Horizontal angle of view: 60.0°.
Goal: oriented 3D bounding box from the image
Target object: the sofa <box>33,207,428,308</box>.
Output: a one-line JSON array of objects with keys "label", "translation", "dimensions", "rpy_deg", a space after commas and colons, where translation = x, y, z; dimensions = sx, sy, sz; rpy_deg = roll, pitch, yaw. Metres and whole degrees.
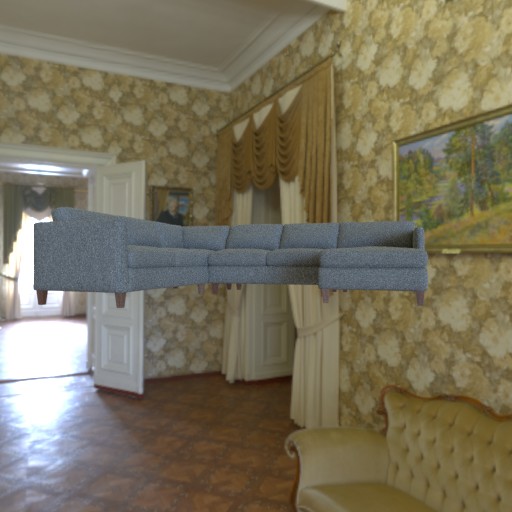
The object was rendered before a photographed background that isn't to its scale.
[{"label": "sofa", "translation": [0.000, 0.000, 4.462], "dimensions": [3.238, 0.853, 2.551], "rpy_deg": [0, -1, 18]}]
